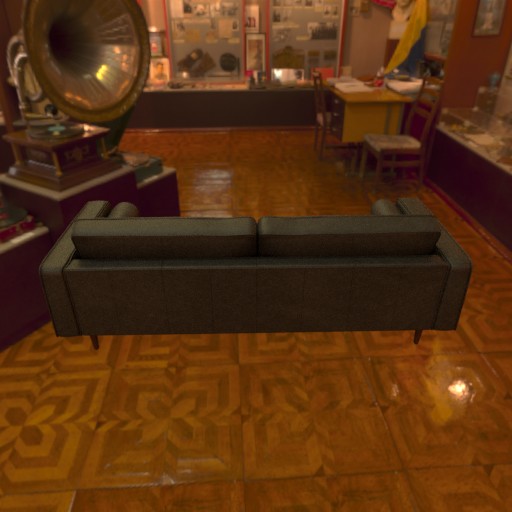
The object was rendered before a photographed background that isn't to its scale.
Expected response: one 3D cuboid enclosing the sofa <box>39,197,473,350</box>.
[{"bbox_3d":[0.000,0.000,2.665,2.210,0.762,0.914,-1,30,-1],"label":"sofa"}]
